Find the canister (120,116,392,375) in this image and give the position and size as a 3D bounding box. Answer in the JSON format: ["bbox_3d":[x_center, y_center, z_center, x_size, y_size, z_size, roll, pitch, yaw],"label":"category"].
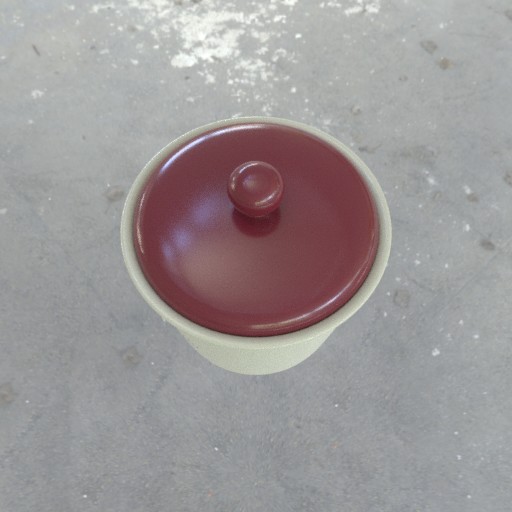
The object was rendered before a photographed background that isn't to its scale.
[{"bbox_3d":[0.000,0.000,0.351,0.182,0.208,0.182,0,63,0],"label":"canister"}]
